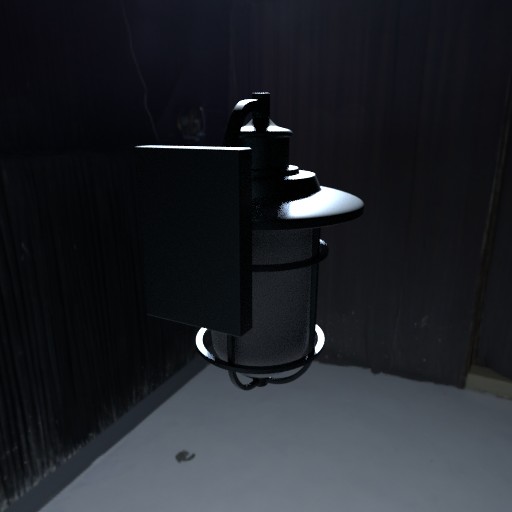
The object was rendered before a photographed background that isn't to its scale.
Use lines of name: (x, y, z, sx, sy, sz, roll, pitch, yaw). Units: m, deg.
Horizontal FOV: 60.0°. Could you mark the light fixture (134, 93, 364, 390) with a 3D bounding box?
light fixture: (0.000, 0.000, 0.498, 0.222, 0.345, 0.252, 8, 18, 27)
